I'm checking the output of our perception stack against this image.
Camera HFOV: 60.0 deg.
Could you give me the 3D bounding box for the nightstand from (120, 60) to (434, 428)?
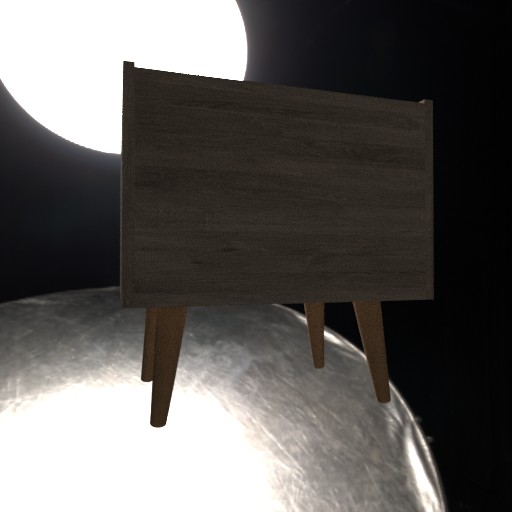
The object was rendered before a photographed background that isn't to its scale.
[{"bbox_3d":[0.000,0.000,0.823,0.480,0.500,0.380,0,-1,-17],"label":"nightstand"}]
